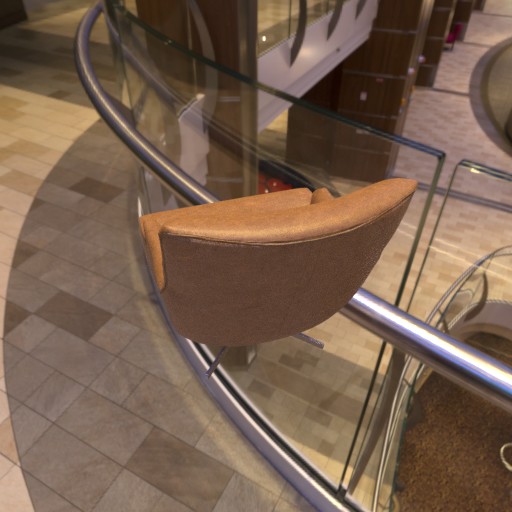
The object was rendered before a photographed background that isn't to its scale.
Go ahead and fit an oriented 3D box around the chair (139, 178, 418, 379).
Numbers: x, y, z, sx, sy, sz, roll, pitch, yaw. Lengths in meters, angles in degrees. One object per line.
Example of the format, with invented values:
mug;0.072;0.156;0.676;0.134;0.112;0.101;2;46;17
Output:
chair;0.000;0.000;1.523;0.729;0.869;0.874;-12;42;-13
